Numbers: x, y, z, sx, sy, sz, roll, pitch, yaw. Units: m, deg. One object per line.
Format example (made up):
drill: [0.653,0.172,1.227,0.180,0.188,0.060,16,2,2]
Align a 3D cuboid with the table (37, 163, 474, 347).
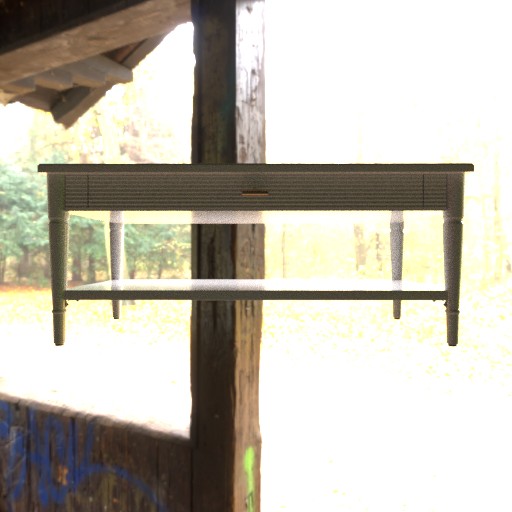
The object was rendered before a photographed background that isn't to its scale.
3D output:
table: [0.000,0.000,1.362,1.067,0.457,0.559,0,0,0]
